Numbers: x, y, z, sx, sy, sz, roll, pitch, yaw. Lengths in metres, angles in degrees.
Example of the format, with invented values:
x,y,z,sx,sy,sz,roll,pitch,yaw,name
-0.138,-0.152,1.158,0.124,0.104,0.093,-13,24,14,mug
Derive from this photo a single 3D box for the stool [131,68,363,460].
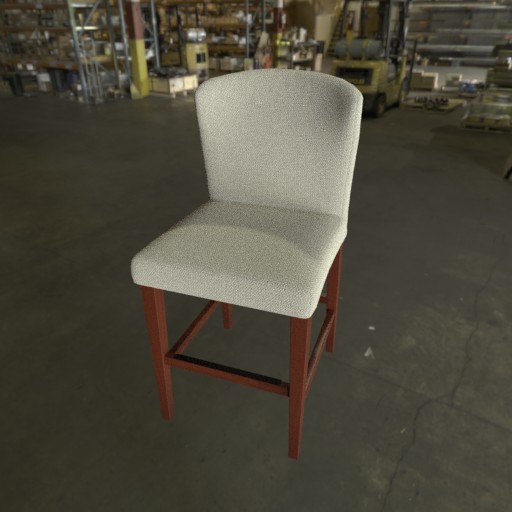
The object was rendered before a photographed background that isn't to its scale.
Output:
x,y,z,sx,sy,sz,roll,pitch,yaw,name
0.000,0.000,1.298,0.481,0.969,0.568,10,30,17,stool
